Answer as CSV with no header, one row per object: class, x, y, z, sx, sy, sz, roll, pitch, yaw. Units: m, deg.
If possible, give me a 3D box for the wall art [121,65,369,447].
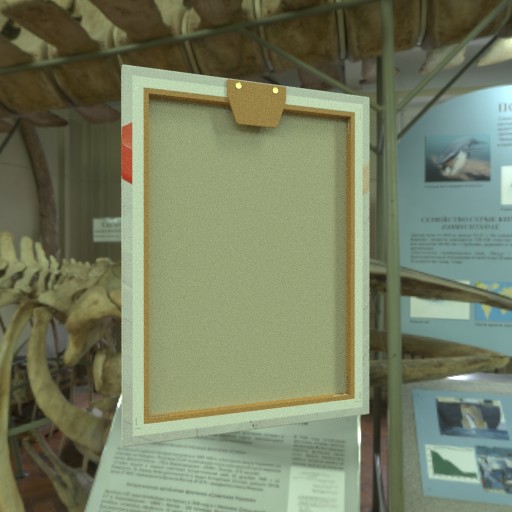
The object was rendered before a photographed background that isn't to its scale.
wall art,0.000,0.000,1.310,0.759,1.014,0.045,0,0,-19
